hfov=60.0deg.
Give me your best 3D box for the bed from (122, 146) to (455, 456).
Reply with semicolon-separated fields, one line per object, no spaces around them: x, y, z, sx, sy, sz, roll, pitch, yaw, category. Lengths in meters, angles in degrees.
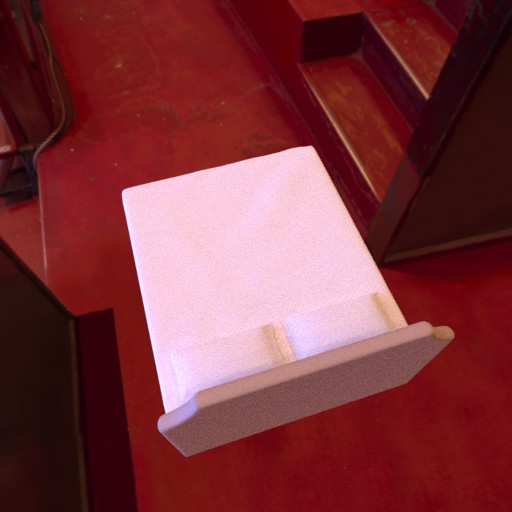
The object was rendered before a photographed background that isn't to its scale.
0.000;0.000;4.166;2.350;1.590;2.773;-15;60;-9;bed
